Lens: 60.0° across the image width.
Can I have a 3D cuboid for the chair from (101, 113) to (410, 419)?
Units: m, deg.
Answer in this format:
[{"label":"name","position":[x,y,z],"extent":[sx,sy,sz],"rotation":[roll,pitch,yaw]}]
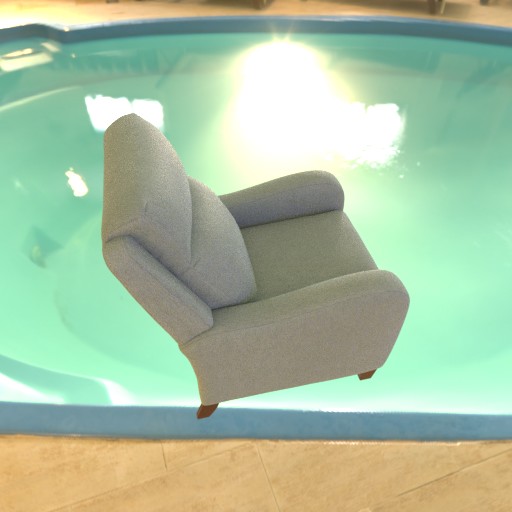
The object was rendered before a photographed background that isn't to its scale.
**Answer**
[{"label":"chair","position":[0.000,0.000,1.774],"extent":[0.988,1.067,0.785],"rotation":[-9,45,-9]}]
